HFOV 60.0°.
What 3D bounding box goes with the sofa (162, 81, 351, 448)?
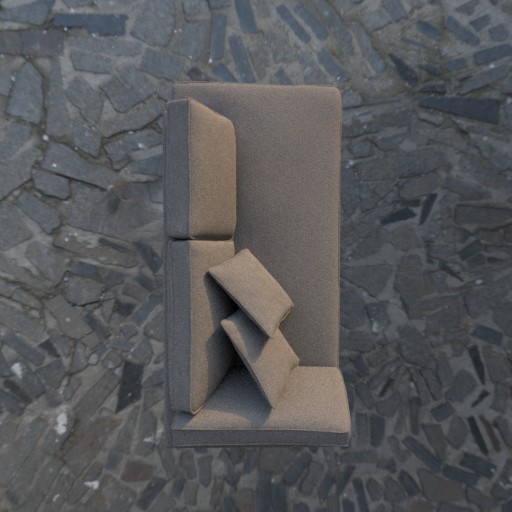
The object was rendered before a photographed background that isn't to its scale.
[{"bbox_3d":[0.000,0.000,2.862,1.110,1.033,2.237,0,91,-1],"label":"sofa"}]
